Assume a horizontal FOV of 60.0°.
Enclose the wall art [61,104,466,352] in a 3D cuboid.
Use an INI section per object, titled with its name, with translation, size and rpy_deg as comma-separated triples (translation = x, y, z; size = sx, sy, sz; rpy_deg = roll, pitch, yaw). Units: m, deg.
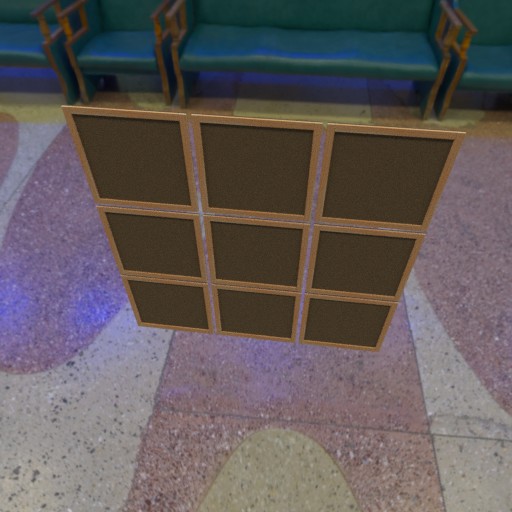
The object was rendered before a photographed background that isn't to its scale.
[wall art]
translation = 0.000, 0.000, 2.219
size = 1.520, 1.525, 0.013
rpy_deg = 5, 48, 5
